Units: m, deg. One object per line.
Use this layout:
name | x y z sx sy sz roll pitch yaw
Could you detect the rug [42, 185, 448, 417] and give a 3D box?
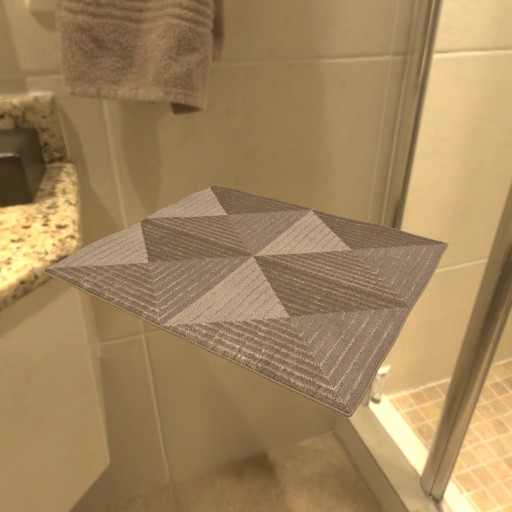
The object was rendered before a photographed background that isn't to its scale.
rug | 0.000 0.000 0.903 0.642 0.008 0.551 18 35 28
